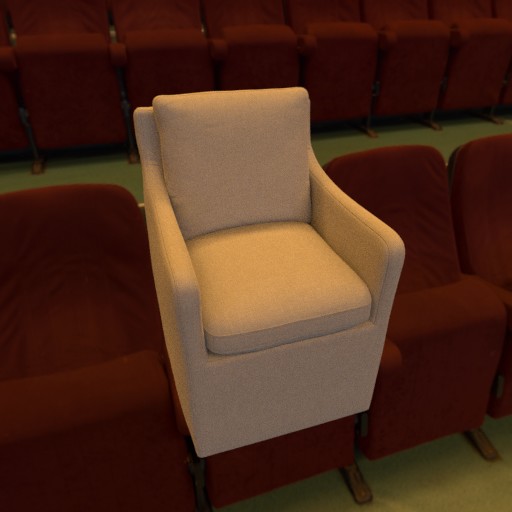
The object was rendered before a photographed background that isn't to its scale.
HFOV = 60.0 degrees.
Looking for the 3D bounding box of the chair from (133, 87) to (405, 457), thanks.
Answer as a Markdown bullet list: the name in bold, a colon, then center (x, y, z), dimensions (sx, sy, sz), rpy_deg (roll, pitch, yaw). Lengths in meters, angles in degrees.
- **chair**: center (0.000, 0.000, 1.395), dimensions (0.626, 0.914, 0.694), rpy_deg (-10, 33, -15)
